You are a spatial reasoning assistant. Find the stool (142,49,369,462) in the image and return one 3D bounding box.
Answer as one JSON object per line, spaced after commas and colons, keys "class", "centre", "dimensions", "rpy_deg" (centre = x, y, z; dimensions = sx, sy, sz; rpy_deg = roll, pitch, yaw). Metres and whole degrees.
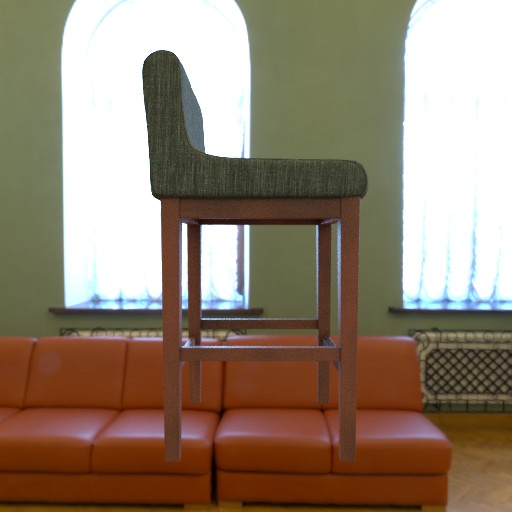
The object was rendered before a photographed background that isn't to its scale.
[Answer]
{"class": "stool", "centre": [0.000, 0.000, 1.072], "dimensions": [0.459, 0.835, 0.395], "rpy_deg": [0, 2, 0]}
